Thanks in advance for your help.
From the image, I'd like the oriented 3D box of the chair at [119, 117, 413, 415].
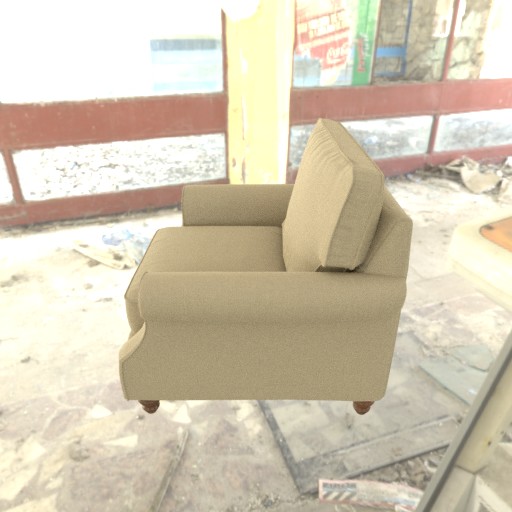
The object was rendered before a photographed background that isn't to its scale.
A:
[{"bbox_3d":[0.000,0.000,1.805,0.966,0.967,1.029,0,27,0],"label":"chair"}]
